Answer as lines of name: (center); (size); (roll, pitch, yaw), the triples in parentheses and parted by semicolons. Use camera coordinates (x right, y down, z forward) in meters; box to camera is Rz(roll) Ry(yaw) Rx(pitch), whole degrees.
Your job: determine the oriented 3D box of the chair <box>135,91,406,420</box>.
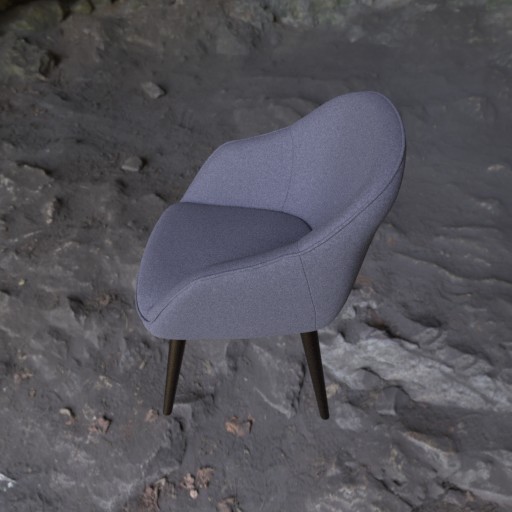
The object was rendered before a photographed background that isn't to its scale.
chair: (0.000, 0.000, 1.197); (0.611, 0.810, 0.589); (1, 40, 1)
